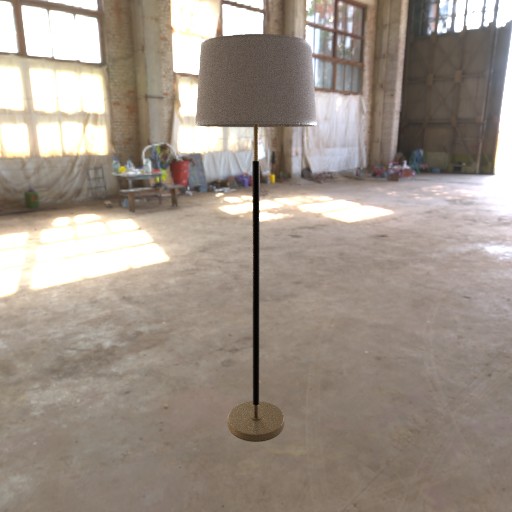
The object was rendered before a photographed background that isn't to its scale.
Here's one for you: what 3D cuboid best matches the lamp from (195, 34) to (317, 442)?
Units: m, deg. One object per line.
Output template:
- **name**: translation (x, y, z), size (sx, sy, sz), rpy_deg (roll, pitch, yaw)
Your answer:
- **lamp**: translation (0.000, 0.000, 1.664), size (0.420, 1.447, 0.420), rpy_deg (0, 15, 0)
